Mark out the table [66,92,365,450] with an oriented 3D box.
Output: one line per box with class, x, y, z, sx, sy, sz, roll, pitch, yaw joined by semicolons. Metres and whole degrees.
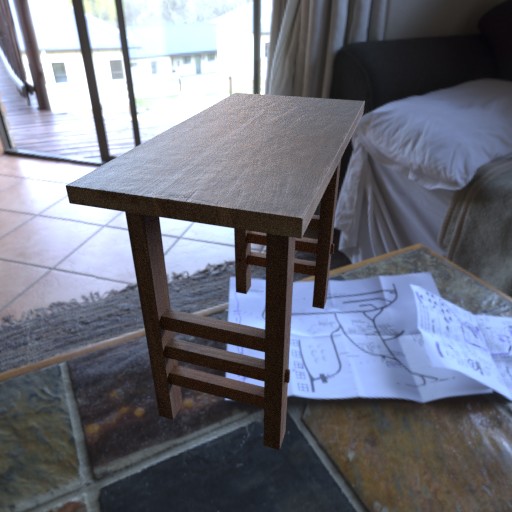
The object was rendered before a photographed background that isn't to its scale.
table;0.000;0.000;1.632;0.556;0.914;1.119;9;32;15
